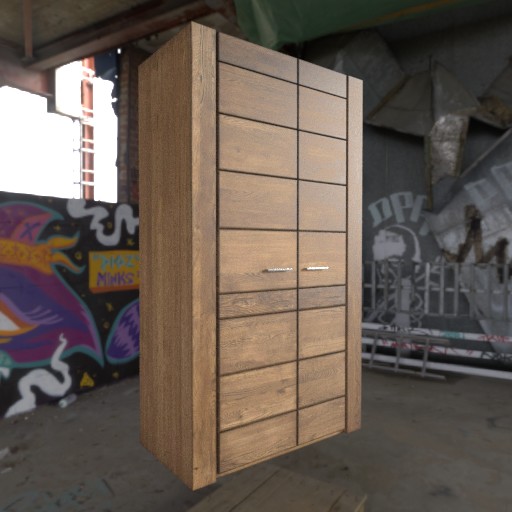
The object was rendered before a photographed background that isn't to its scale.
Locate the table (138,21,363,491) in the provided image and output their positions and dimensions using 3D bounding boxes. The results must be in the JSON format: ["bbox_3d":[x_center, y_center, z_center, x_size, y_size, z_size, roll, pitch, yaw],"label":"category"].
[{"bbox_3d":[0.000,0.000,2.439,1.100,2.000,0.600,-1,1,-37],"label":"table"}]
